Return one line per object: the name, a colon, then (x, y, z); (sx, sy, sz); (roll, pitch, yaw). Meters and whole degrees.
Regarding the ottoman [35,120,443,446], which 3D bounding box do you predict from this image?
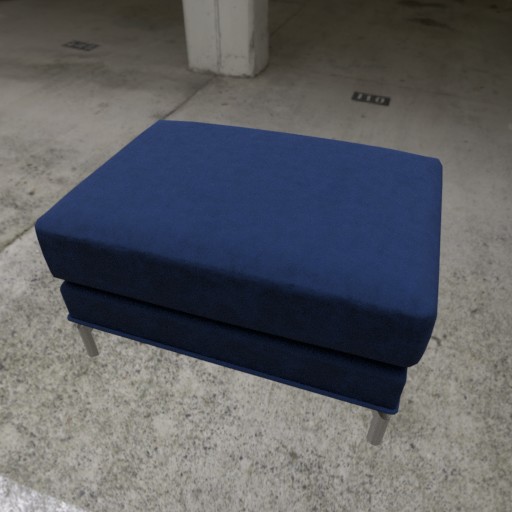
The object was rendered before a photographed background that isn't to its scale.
ottoman: (0.000, 0.000, 1.167); (0.835, 0.498, 0.587); (12, 42, 14)
